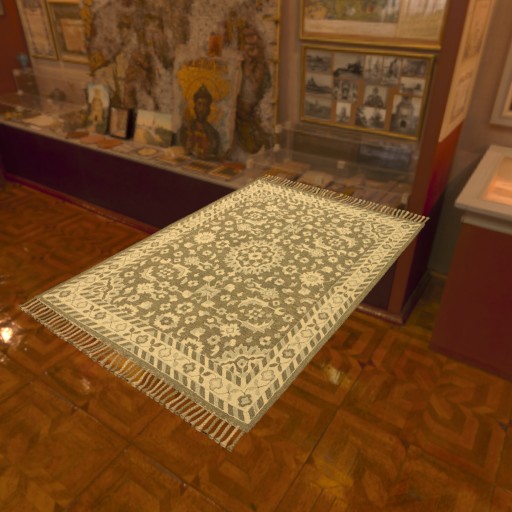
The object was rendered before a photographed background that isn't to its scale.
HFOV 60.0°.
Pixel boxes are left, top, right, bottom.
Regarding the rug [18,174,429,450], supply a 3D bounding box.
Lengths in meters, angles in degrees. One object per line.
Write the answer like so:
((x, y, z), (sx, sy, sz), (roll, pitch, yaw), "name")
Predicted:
((0.000, 0.000, 2.914), (1.530, 0.025, 2.431), (21, 38, 30), "rug")
